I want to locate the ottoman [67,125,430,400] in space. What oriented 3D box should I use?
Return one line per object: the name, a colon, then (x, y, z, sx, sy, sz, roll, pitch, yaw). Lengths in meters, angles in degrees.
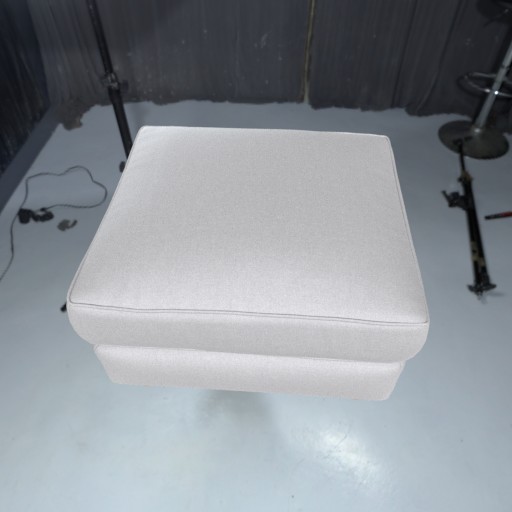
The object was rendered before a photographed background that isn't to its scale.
ottoman: (0.000, 0.000, 1.169, 0.721, 0.505, 0.662, 3, 48, 3)
